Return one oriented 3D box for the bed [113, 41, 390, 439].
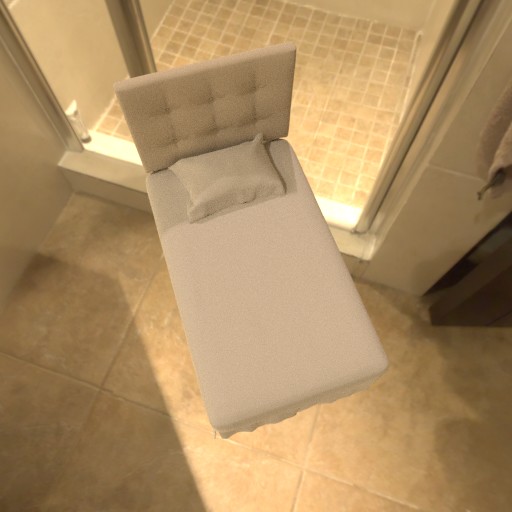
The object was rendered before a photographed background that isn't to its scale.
[{"bbox_3d":[0.000,0.000,2.980,1.261,1.571,1.997,-17,66,-8],"label":"bed"}]
